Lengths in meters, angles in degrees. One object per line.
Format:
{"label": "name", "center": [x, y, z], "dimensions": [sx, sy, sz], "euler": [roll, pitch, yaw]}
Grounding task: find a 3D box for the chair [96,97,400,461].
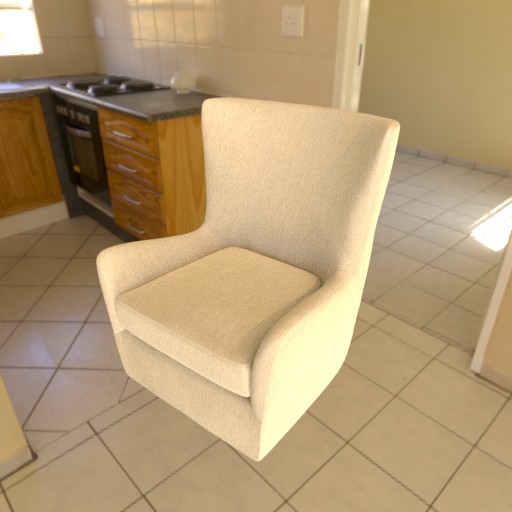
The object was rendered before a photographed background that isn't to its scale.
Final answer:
{"label": "chair", "center": [0.000, 0.000, 1.659], "dimensions": [0.779, 1.000, 0.904], "euler": [20, 35, 32]}
